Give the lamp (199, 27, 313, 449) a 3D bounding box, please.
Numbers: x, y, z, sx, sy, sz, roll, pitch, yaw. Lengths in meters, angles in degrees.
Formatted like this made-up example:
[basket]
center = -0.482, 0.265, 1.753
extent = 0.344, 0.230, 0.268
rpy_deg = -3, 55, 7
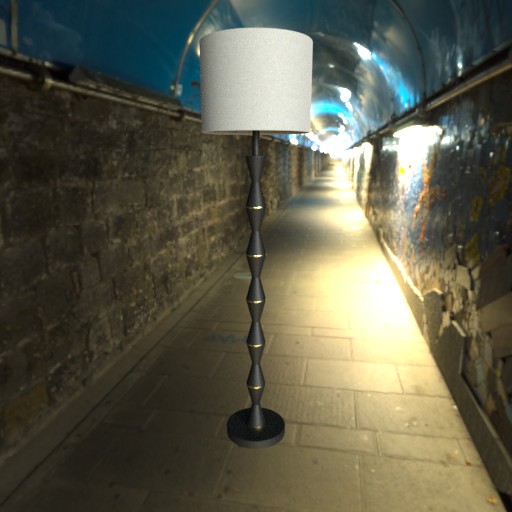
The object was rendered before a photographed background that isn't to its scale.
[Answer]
[lamp]
center = 0.000, 0.000, 1.666
extent = 0.381, 1.480, 0.381
rpy_deg = 6, 14, 25
